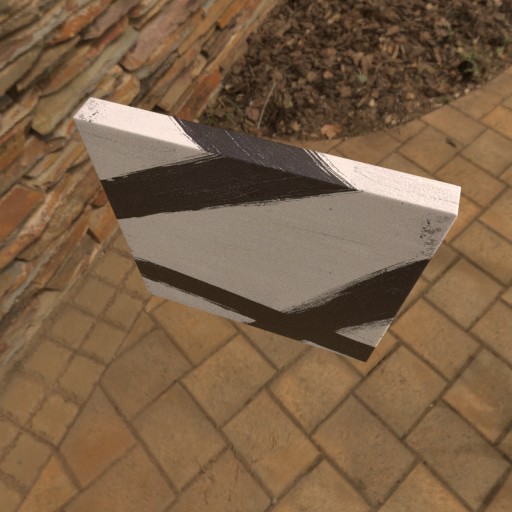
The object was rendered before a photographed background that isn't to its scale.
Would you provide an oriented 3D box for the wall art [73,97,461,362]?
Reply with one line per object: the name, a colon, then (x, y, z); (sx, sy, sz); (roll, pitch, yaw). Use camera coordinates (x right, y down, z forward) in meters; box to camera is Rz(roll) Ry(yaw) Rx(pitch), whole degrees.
wall art: (0.000, 0.000, 0.777); (0.507, 0.508, 0.050); (16, 59, 10)
